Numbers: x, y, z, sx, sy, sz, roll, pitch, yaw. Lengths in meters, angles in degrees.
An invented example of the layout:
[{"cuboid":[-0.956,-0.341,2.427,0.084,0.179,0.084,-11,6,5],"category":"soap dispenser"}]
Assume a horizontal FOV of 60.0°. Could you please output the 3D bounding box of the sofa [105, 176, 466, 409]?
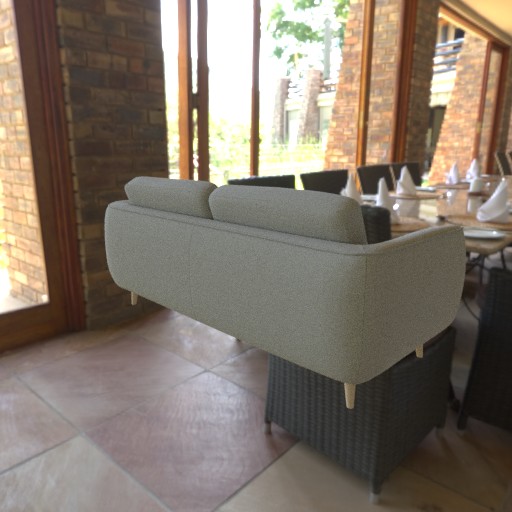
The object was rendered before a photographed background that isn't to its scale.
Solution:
[{"cuboid":[0.000,0.000,2.487,2.000,0.850,0.920,14,20,43],"category":"sofa"}]
